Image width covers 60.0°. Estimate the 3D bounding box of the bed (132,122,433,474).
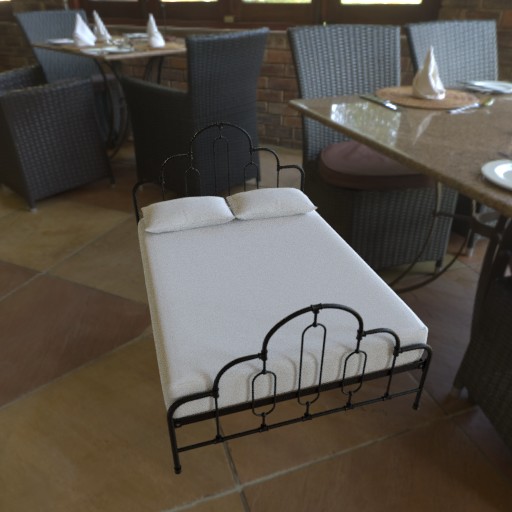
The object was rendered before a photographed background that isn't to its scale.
[{"bbox_3d":[0.000,0.000,3.283,1.626,1.444,2.181,-9,32,-14],"label":"bed"}]
